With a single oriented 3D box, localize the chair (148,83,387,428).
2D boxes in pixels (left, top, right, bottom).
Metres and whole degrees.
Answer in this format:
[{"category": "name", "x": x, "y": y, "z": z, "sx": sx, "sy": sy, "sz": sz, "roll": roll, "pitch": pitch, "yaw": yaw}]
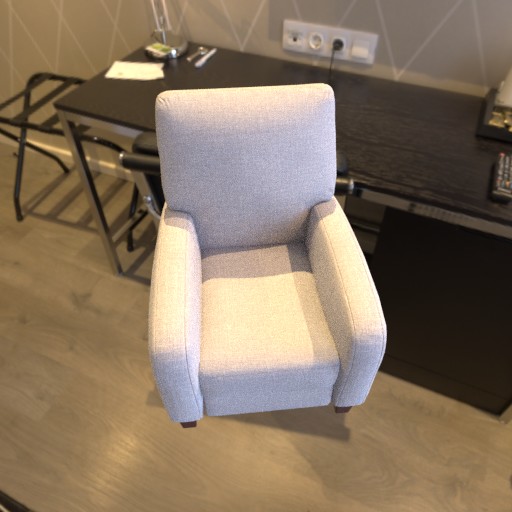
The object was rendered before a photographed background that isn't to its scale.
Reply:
[{"category": "chair", "x": 0.000, "y": 0.000, "z": 1.692, "sx": 0.762, "sy": 0.990, "sz": 0.990, "roll": -4, "pitch": 46, "yaw": -4}]
